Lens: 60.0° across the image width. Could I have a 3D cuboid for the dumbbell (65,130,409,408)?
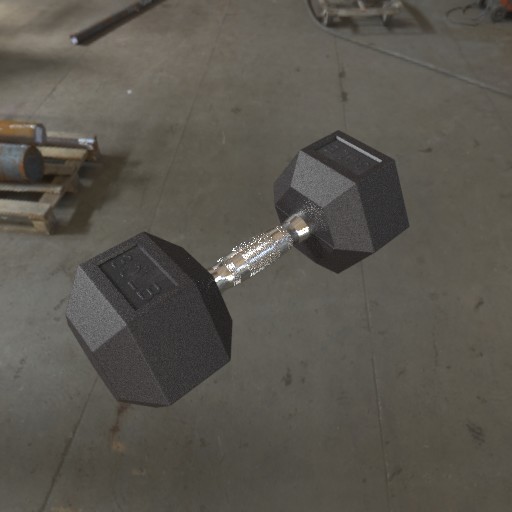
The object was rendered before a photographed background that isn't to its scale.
[{"bbox_3d":[0.000,0.000,0.419,0.337,0.123,0.142,-32,55,-27],"label":"dumbbell"}]
